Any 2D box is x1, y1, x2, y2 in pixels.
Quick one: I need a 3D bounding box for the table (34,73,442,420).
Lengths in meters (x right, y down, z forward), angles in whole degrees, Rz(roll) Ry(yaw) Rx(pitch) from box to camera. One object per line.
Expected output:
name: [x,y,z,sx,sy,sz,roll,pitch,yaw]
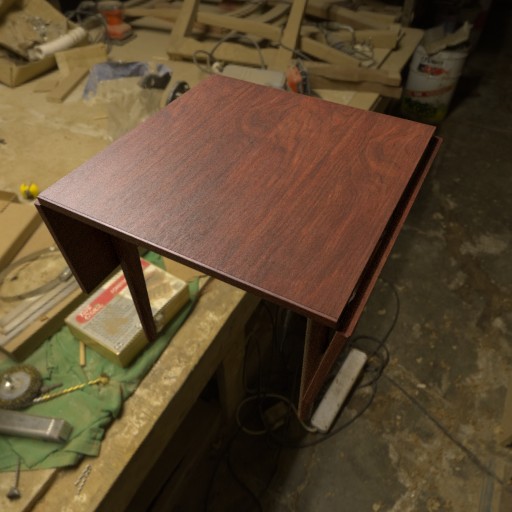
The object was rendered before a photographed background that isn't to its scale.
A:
table: [0.000,0.000,1.476,0.843,0.763,0.812,21,49,20]
